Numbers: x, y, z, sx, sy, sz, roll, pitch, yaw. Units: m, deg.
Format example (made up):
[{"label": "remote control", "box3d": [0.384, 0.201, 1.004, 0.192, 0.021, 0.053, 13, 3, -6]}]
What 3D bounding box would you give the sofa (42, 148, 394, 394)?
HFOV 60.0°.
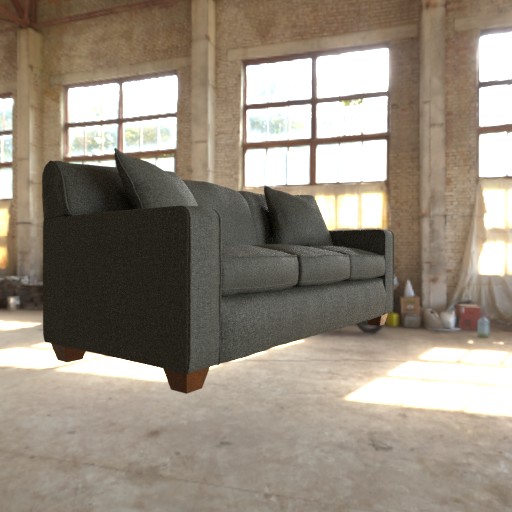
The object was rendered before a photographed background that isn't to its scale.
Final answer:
[{"label": "sofa", "box3d": [0.000, 0.000, 2.561, 0.997, 0.958, 2.024, 0, 0, 36]}]
